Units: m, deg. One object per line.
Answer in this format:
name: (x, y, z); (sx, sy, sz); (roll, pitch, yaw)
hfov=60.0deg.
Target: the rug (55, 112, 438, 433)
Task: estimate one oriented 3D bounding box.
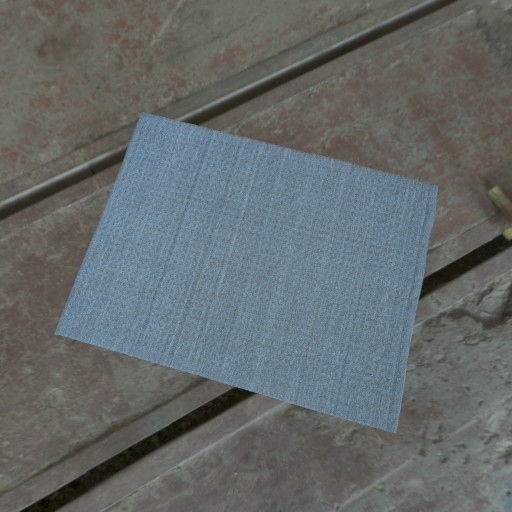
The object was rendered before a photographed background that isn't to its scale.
rug: (0.000, 0.000, 4.290); (3.200, 0.007, 2.443); (15, 75, 4)
